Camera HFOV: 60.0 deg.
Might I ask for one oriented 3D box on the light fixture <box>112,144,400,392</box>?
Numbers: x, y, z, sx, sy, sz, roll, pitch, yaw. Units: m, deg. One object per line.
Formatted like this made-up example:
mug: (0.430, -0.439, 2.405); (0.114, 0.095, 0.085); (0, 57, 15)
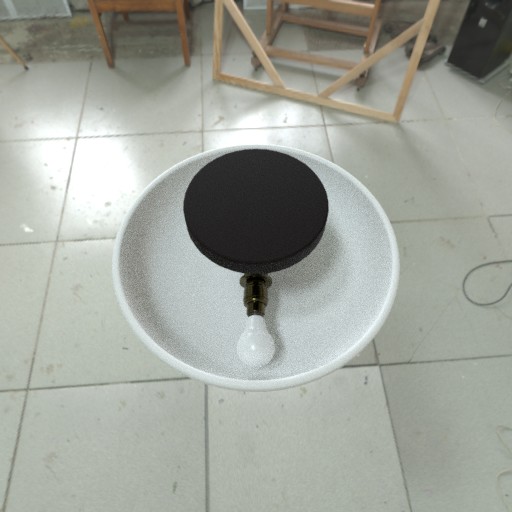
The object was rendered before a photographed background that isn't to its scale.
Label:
light fixture: (0.000, 0.000, 0.534); (0.331, 0.212, 0.331); (0, 58, 0)
